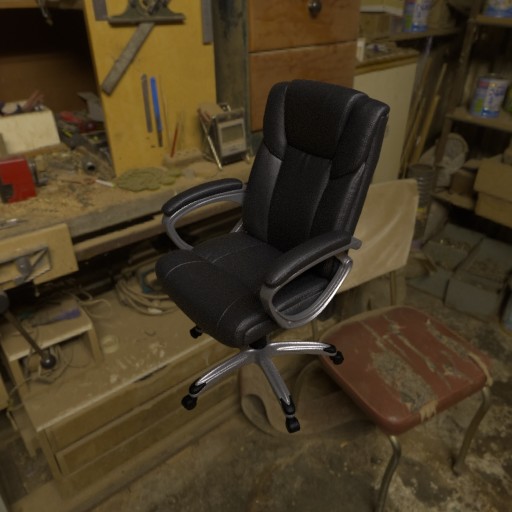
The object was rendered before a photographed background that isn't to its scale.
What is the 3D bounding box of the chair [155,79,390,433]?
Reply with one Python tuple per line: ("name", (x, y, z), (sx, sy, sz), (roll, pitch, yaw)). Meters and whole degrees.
("chair", (0.000, 0.000, 1.620), (0.719, 1.130, 0.721), (-22, 38, -31))
